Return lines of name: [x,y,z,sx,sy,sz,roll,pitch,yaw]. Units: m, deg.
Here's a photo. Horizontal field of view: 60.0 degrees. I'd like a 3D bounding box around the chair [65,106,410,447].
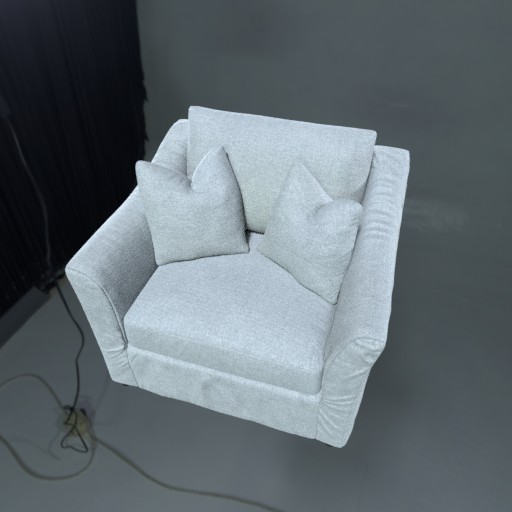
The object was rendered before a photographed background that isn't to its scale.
chair: [0.000,0.000,2.031,1.194,1.059,1.071,12,42,13]
